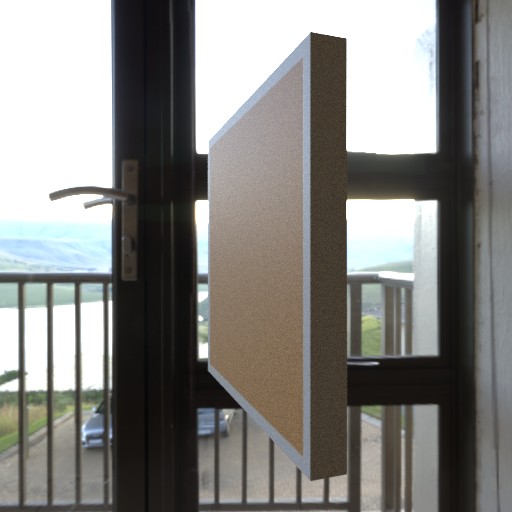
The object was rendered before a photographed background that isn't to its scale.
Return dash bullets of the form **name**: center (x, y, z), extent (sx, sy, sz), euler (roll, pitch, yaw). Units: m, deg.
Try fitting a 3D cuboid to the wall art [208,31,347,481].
- **wall art**: center (0.000, 0.000, 0.598), extent (0.038, 0.406, 0.406), euler (0, 0, -19)
